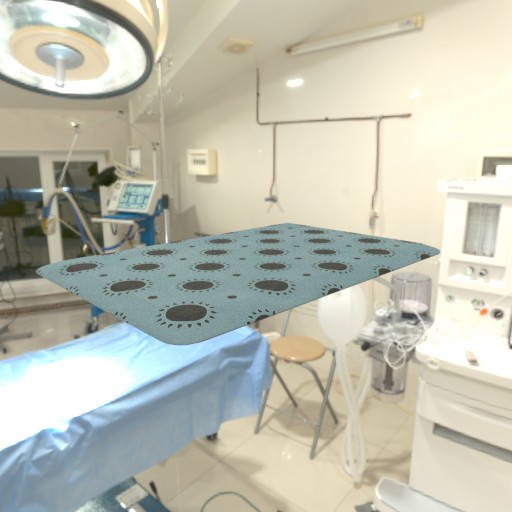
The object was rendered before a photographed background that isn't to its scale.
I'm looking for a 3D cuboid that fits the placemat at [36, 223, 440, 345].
[{"bbox_3d":[0.000,0.000,0.964,0.762,0.021,0.508,-13,19,-43],"label":"placemat"}]
